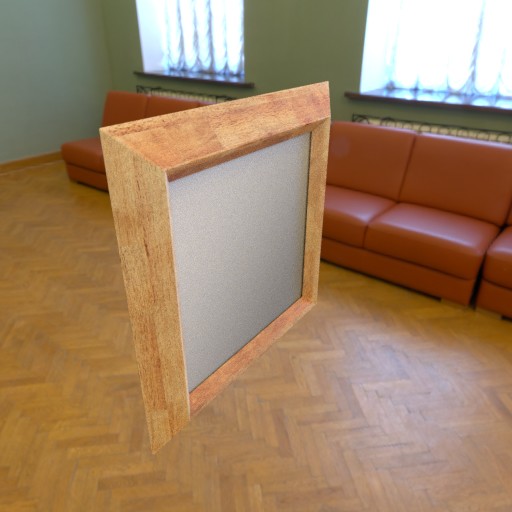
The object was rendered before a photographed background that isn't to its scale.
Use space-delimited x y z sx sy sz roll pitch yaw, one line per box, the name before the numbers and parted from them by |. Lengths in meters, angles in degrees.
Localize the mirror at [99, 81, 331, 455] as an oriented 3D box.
mirror | 0.000 0.000 0.965 0.047 0.651 0.651 19 33 31
